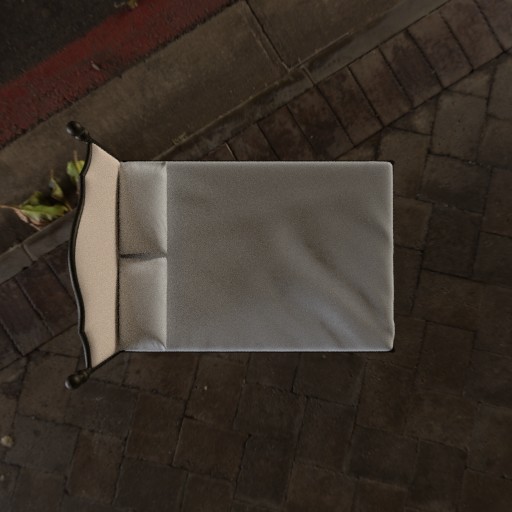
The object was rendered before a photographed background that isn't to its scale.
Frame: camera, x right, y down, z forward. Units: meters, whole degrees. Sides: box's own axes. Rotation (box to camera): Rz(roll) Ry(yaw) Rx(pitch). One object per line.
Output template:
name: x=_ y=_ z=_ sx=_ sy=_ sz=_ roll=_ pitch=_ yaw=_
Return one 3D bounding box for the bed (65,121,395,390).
bed: x=0.000 y=0.000 z=3.212 sx=2.170 sy=1.462 sz=1.533 roll=0 pitch=90 yaw=0
